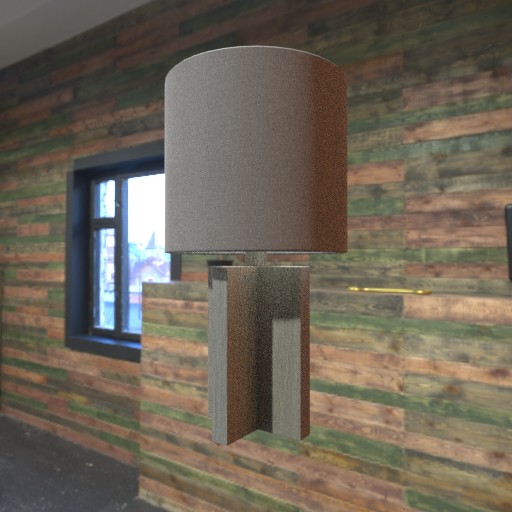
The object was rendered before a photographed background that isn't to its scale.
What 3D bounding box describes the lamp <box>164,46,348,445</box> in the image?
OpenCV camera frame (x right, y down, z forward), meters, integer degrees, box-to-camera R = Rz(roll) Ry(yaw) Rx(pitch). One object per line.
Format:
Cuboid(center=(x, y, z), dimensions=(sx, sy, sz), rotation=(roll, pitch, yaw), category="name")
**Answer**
Cuboid(center=(0.000, 0.000, 0.564), dimensions=(0.229, 0.428, 0.229), rotation=(-1, -1, 35), category="lamp")
